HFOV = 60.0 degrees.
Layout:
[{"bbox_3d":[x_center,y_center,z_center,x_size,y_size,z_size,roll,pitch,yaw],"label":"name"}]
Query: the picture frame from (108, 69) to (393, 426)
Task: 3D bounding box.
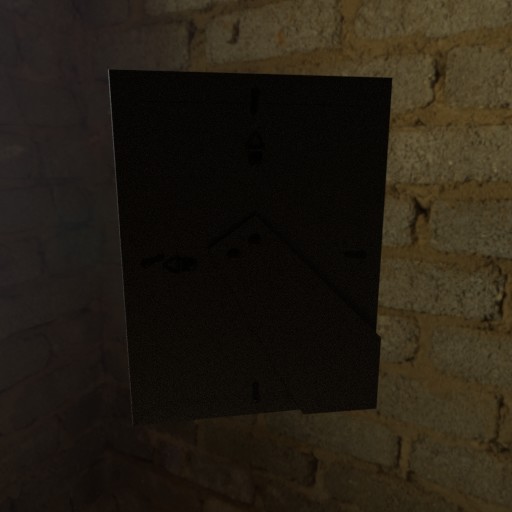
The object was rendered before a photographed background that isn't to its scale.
[{"bbox_3d":[0.000,0.000,0.271,0.157,0.208,0.028,-2,13,-9],"label":"picture frame"}]
